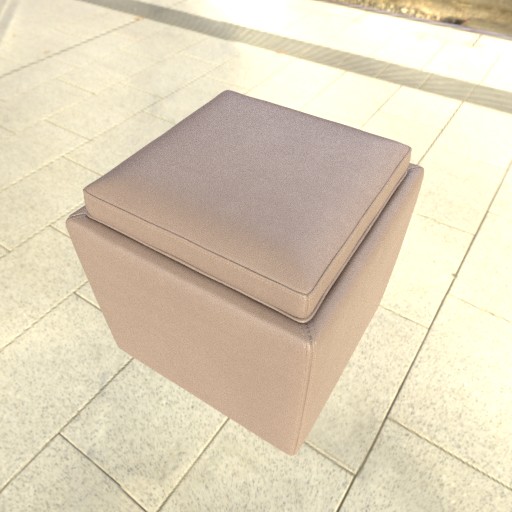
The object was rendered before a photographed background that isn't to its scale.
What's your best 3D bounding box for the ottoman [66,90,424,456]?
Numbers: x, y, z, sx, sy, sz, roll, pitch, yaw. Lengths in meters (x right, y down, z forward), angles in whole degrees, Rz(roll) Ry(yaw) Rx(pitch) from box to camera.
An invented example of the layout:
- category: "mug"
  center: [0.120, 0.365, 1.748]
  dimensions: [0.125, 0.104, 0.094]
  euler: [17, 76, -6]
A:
- category: "ottoman"
  center: [0.000, 0.000, 0.845]
  dimensions: [0.451, 0.460, 0.450]
  euler: [25, 51, 21]
